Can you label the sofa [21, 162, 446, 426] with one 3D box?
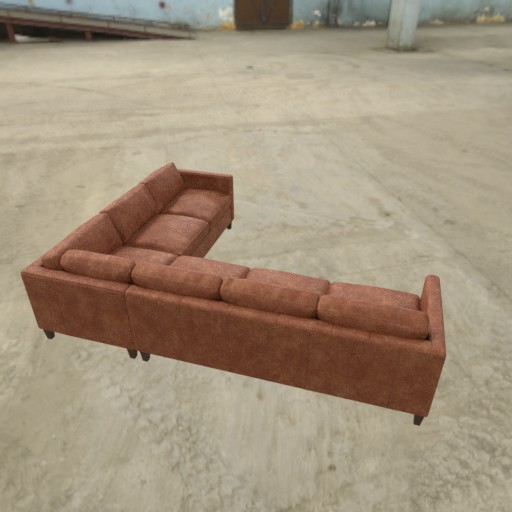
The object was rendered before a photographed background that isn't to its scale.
[{"bbox_3d":[0.000,0.000,4.195,3.167,0.838,2.438,9,33,14],"label":"sofa"}]
